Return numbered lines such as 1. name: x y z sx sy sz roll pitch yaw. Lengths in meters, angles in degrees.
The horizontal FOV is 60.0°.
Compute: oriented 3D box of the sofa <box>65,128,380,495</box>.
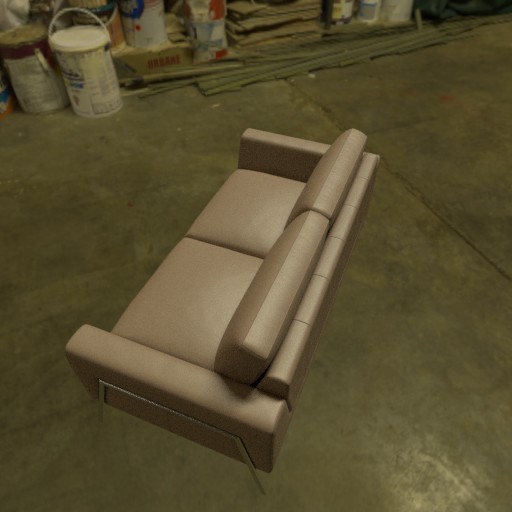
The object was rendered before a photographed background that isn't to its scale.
1. sofa: 0.000 0.000 2.498 0.953 0.875 2.017 16 47 16
